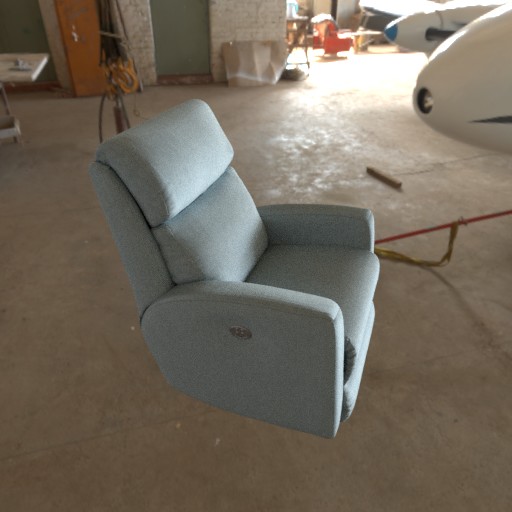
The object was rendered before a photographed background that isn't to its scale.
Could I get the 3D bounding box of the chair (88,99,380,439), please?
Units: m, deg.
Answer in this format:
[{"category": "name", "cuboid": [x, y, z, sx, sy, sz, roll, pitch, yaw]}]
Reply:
[{"category": "chair", "cuboid": [0.000, 0.000, 1.712, 0.940, 1.016, 0.794, 11, 34, 17]}]
